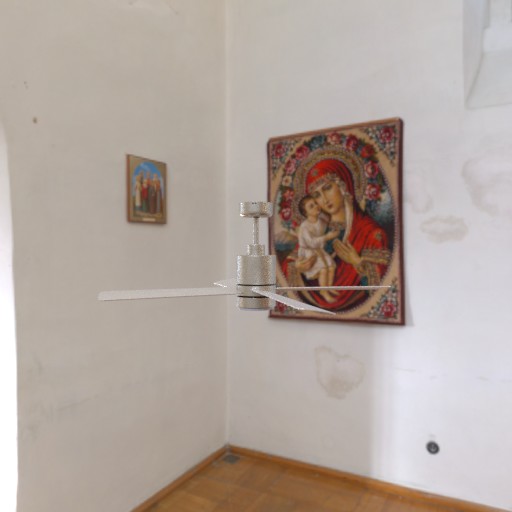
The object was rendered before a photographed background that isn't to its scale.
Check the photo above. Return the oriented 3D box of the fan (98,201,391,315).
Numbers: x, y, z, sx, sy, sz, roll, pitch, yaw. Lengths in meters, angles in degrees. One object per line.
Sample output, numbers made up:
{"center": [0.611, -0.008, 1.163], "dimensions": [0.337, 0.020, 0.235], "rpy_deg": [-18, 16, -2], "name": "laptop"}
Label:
{"center": [0.000, 0.000, 2.277], "dimensions": [1.525, 0.539, 1.525], "rpy_deg": [0, 1, -16], "name": "fan"}
